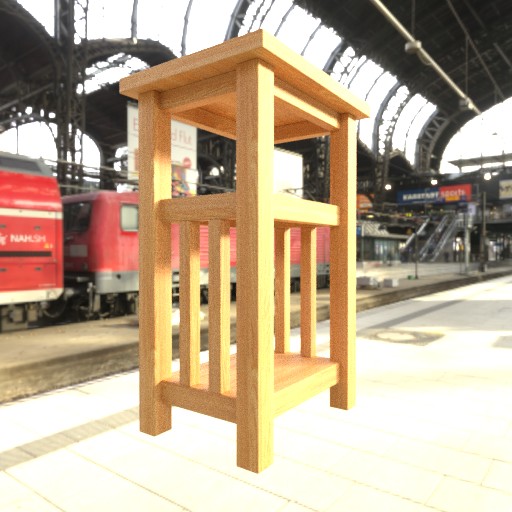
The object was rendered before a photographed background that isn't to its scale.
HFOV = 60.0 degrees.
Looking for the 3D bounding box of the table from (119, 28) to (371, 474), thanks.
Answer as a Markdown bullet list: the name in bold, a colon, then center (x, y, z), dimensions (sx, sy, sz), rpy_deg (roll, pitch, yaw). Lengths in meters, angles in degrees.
- **table**: center (0.000, 0.000, 0.752), dimensions (0.270, 0.550, 0.350), rpy_deg (0, 1, 36)
